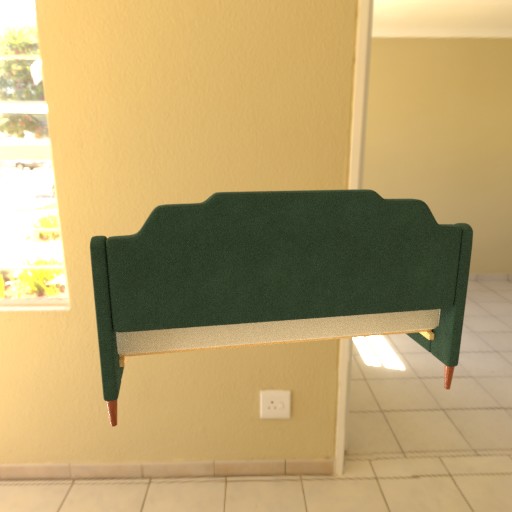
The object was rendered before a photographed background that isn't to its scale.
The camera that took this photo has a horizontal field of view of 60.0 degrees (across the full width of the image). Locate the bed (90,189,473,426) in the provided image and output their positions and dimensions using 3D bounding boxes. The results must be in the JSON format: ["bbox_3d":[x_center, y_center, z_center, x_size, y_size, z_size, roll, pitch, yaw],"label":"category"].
[{"bbox_3d":[0.000,0.000,3.516,2.074,1.245,2.340,-3,14,-10],"label":"bed"}]
